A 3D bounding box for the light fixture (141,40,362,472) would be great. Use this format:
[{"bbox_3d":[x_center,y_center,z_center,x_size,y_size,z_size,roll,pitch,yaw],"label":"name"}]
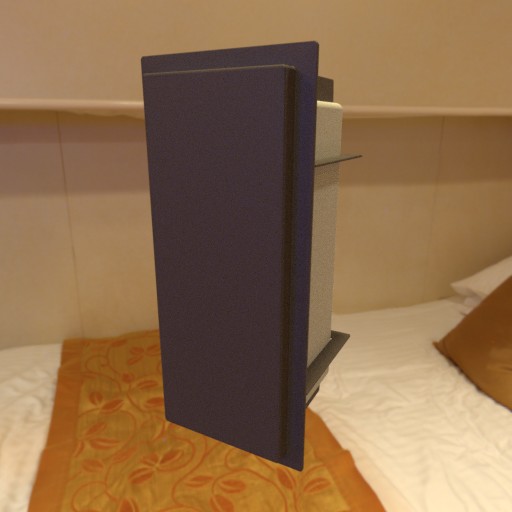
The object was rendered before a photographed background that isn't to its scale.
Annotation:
[{"bbox_3d":[0.000,0.000,0.423,0.153,0.347,0.146,9,19,27],"label":"light fixture"}]
